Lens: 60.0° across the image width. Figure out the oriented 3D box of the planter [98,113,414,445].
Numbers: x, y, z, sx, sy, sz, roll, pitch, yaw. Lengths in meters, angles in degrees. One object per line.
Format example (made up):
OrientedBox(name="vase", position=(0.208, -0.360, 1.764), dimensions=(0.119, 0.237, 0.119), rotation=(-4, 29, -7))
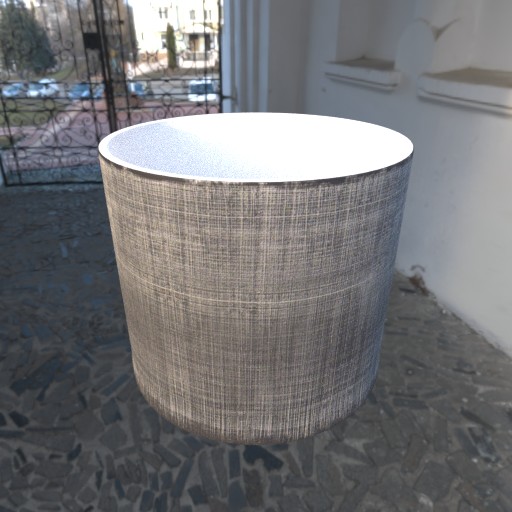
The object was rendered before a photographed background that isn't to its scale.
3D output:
OrientedBox(name="planter", position=(0.000, 0.000, 0.297), dimensions=(0.178, 0.157, 0.178), rotation=(0, 27, 0))
